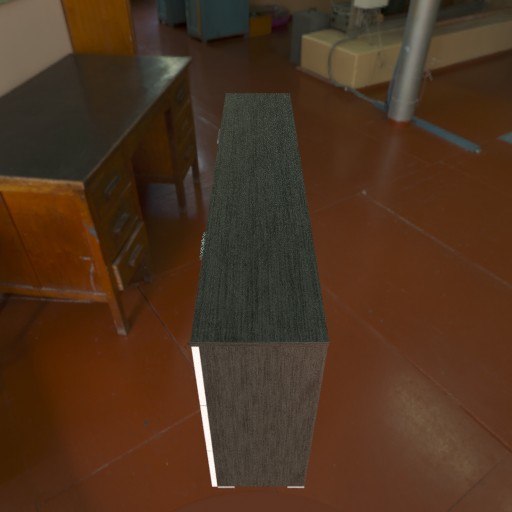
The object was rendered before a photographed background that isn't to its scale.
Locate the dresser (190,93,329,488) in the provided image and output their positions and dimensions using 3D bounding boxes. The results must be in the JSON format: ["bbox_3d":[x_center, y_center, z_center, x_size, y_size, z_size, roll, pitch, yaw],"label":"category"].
[{"bbox_3d":[0.000,0.000,1.846,0.333,0.790,1.535,0,40,0],"label":"dresser"}]
